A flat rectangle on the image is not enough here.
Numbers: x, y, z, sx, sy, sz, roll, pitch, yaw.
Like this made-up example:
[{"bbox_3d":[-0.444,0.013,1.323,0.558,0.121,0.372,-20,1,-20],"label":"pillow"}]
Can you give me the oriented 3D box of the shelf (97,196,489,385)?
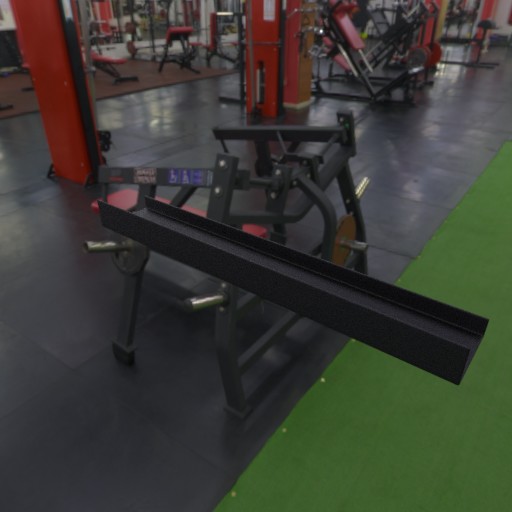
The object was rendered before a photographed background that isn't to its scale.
[{"bbox_3d":[0.000,0.000,0.638,0.605,0.053,0.102,21,36,32],"label":"shelf"}]
